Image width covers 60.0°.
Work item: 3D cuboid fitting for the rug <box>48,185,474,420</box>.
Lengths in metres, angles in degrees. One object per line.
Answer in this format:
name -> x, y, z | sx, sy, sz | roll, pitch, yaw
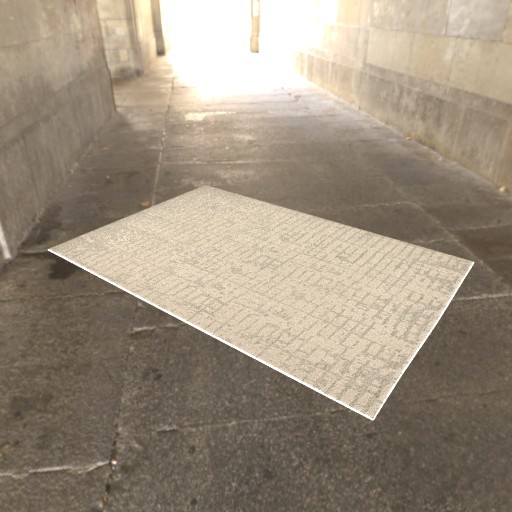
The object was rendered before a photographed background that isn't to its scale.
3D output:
rug -> 0.000, 0.000, 2.266 | 1.827, 0.007, 1.211 | 20, 35, 32
